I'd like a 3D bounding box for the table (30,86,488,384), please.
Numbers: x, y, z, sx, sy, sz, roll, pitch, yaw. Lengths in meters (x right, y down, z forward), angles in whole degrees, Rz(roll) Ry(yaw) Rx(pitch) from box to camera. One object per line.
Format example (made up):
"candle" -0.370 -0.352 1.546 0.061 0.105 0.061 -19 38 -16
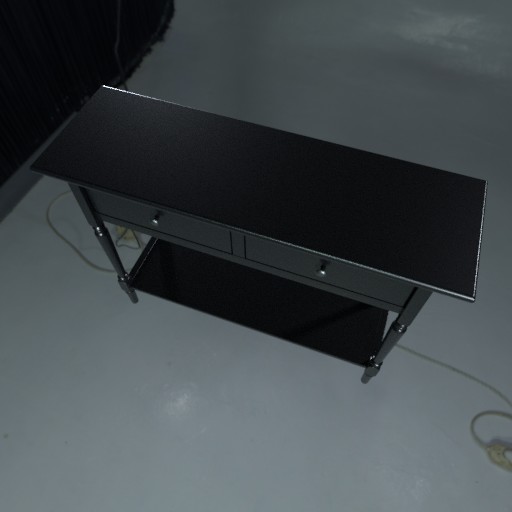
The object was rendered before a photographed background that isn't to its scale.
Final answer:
"table" 0.000 0.000 1.543 1.191 0.819 0.386 17 58 11
